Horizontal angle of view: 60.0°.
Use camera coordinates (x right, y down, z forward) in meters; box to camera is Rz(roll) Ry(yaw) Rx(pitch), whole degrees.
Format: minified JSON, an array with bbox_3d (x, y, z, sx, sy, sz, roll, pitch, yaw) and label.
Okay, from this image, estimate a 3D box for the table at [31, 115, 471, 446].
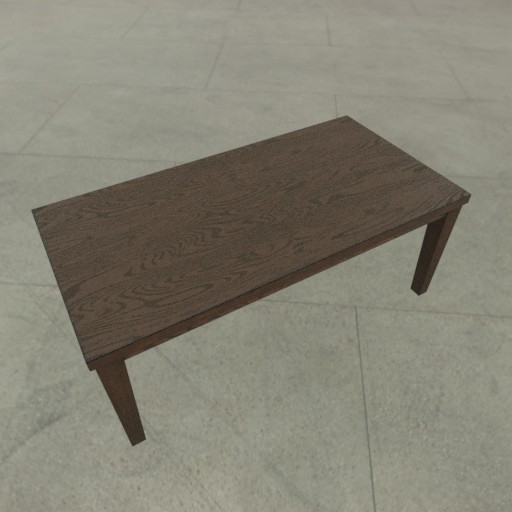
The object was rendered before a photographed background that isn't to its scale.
[{"bbox_3d":[0.000,0.000,2.497,1.981,0.762,1.016,-22,48,-21],"label":"table"}]
